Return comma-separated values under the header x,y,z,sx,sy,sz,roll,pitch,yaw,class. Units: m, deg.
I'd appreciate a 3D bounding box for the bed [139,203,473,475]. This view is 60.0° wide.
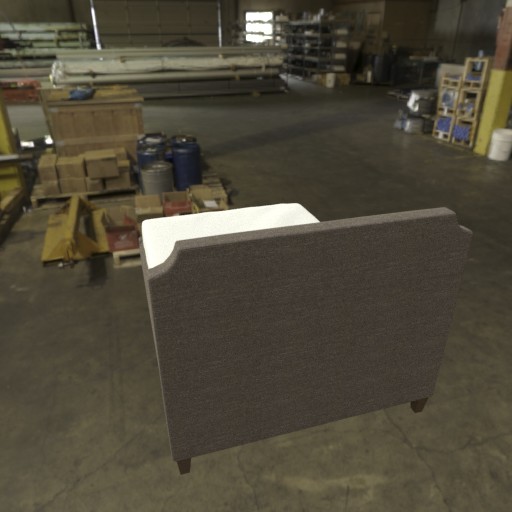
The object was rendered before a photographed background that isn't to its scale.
x,y,z,sx,sy,sz,roll,pitch,yaw,class
0.000,0.000,3.429,1.713,1.457,2.381,-8,28,-15,bed
